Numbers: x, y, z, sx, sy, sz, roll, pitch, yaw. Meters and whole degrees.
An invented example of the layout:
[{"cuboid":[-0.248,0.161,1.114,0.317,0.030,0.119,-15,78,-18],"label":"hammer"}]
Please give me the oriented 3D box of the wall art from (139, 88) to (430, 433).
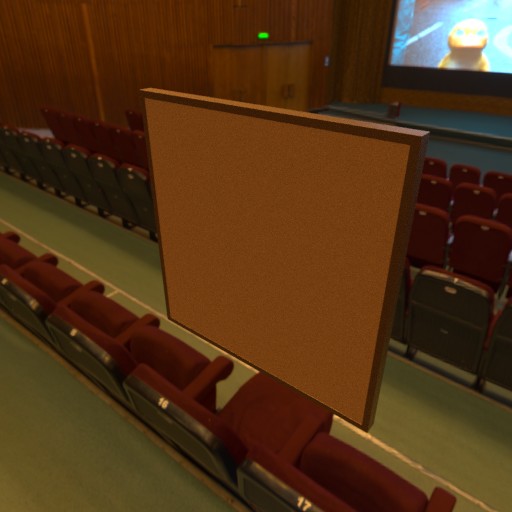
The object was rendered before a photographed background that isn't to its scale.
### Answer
[{"cuboid":[0.000,0.000,1.171,0.762,0.762,0.038,22,36,33],"label":"wall art"}]
